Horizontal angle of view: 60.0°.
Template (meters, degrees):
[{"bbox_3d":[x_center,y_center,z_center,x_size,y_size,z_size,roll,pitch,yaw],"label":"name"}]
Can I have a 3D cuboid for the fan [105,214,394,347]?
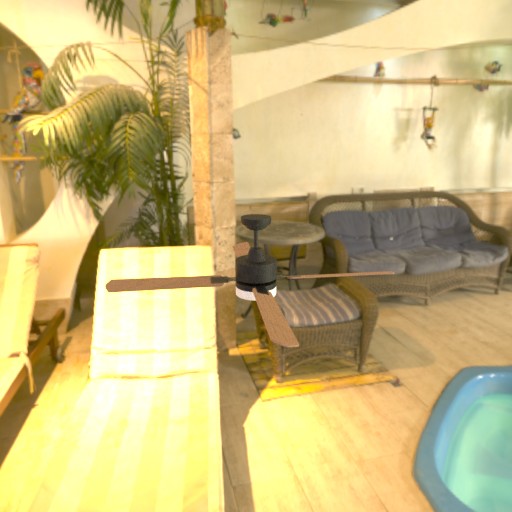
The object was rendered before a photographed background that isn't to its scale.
[{"bbox_3d":[0.000,0.000,1.982,1.320,0.355,1.320,-2,16,-8],"label":"fan"}]
